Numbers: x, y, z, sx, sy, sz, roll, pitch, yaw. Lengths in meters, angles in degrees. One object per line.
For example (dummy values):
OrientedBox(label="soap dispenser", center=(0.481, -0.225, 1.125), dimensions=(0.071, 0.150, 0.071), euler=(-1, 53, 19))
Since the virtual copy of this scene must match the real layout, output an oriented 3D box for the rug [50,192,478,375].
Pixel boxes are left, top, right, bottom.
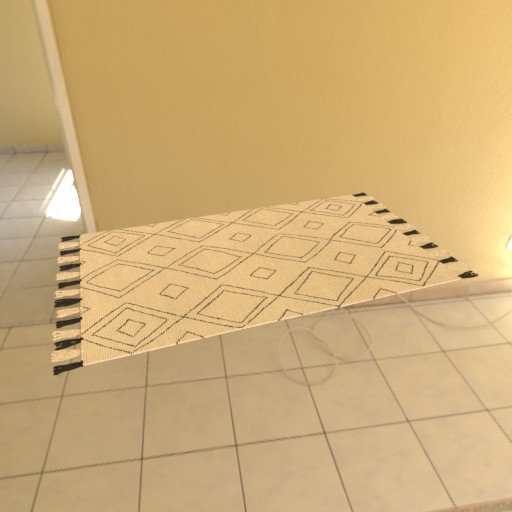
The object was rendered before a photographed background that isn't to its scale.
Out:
OrientedBox(label="rug", center=(0.000, 0.000, 3.245), dimensions=(2.755, 0.021, 1.524), euler=(-10, 33, -16))
